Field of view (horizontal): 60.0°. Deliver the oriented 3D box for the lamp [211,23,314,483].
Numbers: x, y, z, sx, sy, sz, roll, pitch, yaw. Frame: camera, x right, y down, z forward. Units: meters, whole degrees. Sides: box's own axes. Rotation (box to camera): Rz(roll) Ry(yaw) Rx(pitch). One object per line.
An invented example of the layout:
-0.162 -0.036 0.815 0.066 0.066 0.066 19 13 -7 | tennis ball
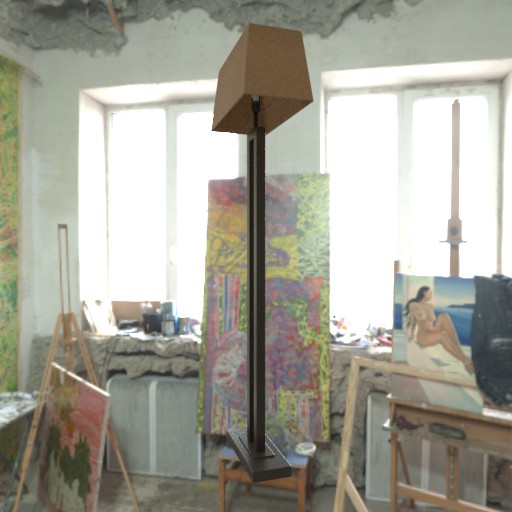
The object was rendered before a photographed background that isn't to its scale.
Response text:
0.000 0.000 1.614 0.233 1.469 0.475 0 2 -18 | lamp
